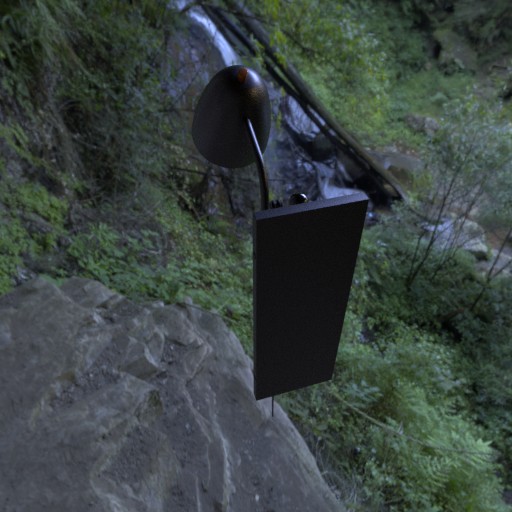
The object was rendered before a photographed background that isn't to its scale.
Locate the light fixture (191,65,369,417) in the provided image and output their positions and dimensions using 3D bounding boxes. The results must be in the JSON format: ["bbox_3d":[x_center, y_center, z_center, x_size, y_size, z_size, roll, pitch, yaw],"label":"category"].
[{"bbox_3d":[0.000,0.000,0.928,0.162,0.715,0.499,-12,44,-13],"label":"light fixture"}]
